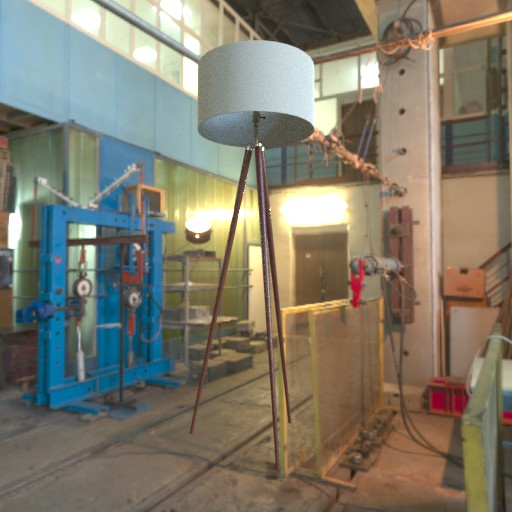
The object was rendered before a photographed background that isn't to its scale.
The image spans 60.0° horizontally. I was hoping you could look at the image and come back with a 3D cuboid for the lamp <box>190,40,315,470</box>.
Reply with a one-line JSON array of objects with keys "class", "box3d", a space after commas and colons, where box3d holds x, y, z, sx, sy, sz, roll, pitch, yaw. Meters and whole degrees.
[{"class": "lamp", "box3d": [0.000, 0.000, 1.826, 0.483, 1.553, 0.483, 1, -2, -17]}]
